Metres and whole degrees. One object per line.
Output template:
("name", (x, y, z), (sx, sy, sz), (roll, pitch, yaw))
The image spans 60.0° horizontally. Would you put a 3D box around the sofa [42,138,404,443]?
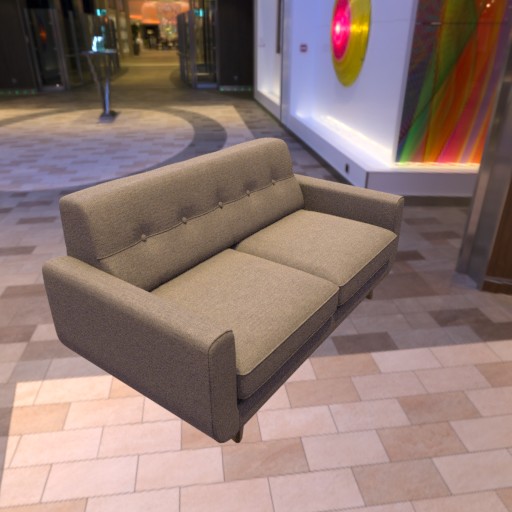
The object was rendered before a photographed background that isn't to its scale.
("sofa", (0.000, 0.000, 2.136), (0.909, 0.841, 1.631), (18, 32, 32))
